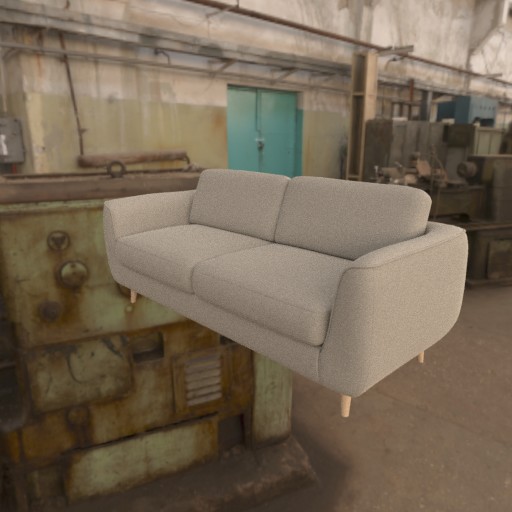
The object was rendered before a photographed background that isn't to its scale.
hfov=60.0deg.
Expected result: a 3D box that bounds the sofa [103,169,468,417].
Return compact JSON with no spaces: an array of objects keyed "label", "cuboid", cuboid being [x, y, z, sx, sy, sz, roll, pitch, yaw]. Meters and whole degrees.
[{"label":"sofa","cuboid":[0.000,0.000,2.436,0.920,0.850,2.000,-14,21,-42]}]
